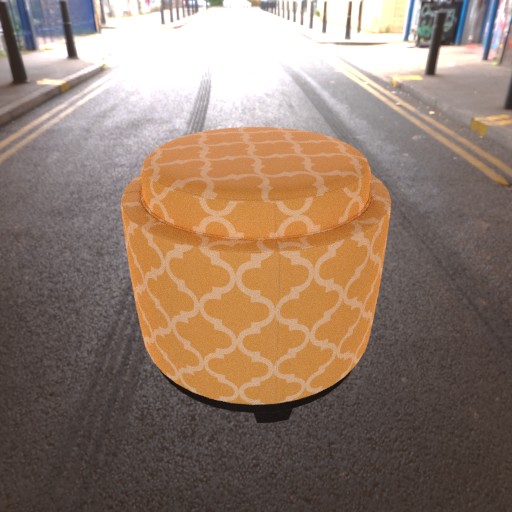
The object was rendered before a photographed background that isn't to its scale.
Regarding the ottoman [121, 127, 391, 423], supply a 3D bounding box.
[{"bbox_3d":[0.000,0.000,0.872,0.480,0.429,0.480,0,30,0],"label":"ottoman"}]
